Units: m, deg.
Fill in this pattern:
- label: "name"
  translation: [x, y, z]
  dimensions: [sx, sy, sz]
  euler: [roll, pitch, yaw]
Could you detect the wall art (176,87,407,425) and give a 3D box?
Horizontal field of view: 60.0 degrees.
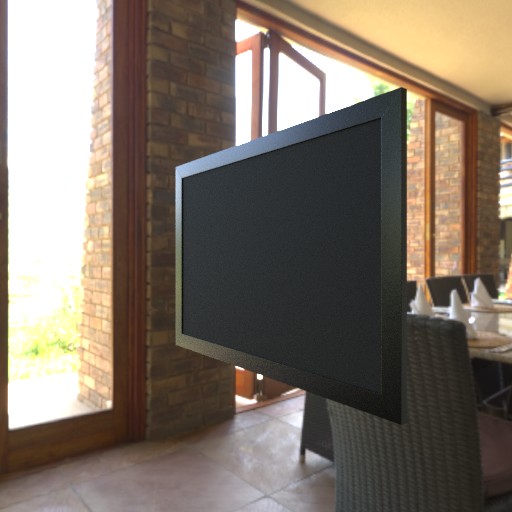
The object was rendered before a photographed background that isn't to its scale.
- label: "wall art"
  translation: [0.000, 0.000, 0.854]
  dimensions: [0.013, 0.447, 0.660]
  euler: [0, 0, -37]
